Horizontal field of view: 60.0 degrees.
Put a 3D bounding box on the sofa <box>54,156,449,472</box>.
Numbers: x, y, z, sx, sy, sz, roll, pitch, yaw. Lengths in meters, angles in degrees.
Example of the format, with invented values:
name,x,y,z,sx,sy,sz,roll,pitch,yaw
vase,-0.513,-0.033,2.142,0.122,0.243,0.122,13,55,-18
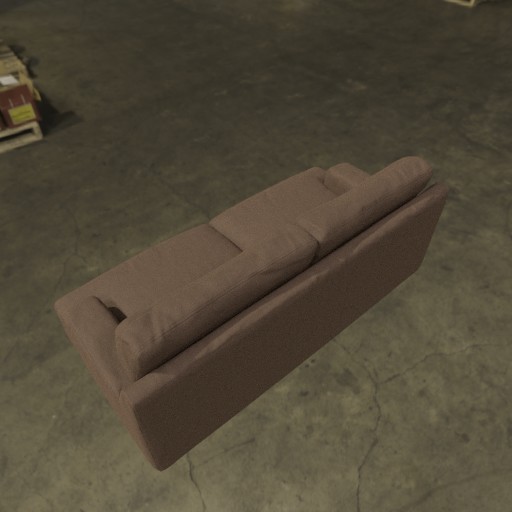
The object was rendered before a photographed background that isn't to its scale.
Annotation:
name,x,y,z,sx,sy,sz,roll,pitch,yaw
sofa,0.000,0.000,2.763,2.274,0.950,1.140,-31,52,-27
